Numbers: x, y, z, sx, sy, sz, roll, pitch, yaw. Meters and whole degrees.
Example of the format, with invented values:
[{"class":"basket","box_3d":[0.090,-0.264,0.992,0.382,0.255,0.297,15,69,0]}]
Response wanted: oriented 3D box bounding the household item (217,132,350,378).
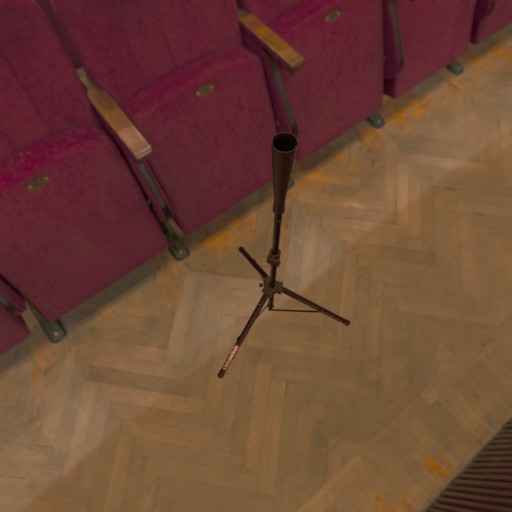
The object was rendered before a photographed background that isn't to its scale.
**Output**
[{"class":"household item","box_3d":[0.000,0.000,1.368,0.559,1.067,0.559,-35,69,-16]}]
